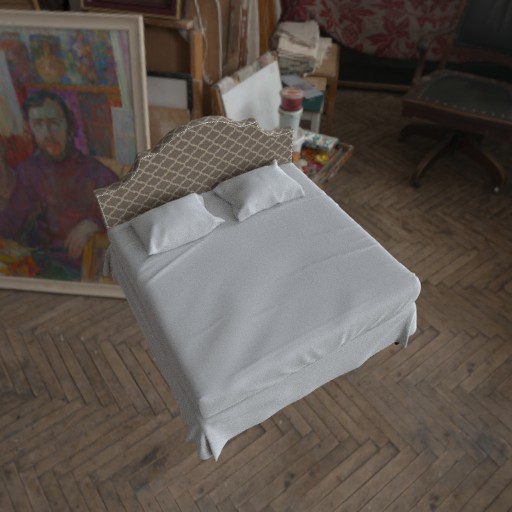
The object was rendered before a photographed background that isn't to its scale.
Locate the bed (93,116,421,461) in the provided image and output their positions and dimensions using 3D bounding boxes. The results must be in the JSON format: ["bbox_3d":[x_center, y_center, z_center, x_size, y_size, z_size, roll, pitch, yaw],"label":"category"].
[{"bbox_3d":[0.000,0.000,3.768,2.314,1.601,2.222,-24,52,-20],"label":"bed"}]
